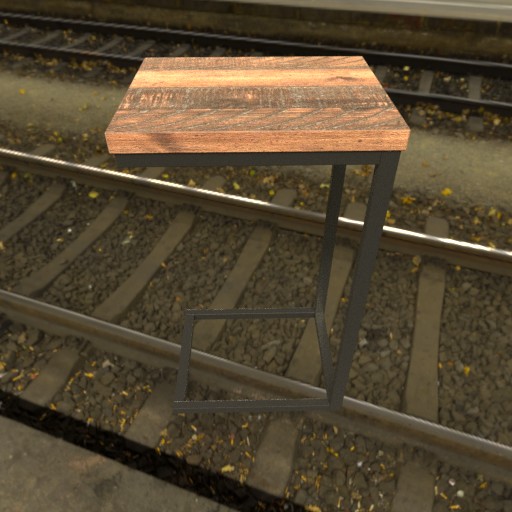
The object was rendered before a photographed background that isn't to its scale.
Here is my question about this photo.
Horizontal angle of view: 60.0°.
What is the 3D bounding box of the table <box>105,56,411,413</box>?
[{"bbox_3d":[0.000,0.000,0.951,0.414,0.718,0.323,-1,41,-1],"label":"table"}]
